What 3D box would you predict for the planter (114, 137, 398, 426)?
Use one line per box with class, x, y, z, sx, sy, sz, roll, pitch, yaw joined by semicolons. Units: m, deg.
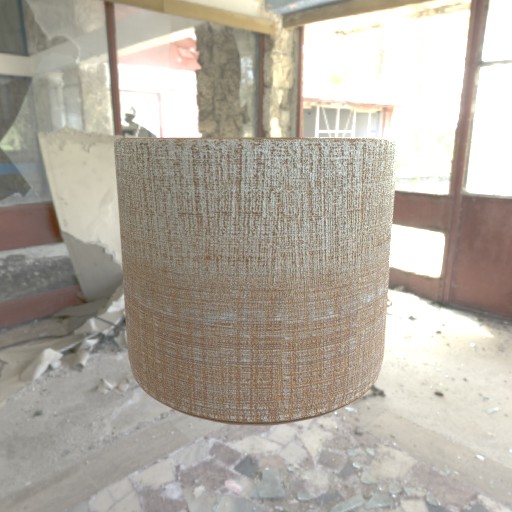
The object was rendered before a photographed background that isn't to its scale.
planter;0.000;0.000;0.186;0.109;0.096;0.109;0;15;0
